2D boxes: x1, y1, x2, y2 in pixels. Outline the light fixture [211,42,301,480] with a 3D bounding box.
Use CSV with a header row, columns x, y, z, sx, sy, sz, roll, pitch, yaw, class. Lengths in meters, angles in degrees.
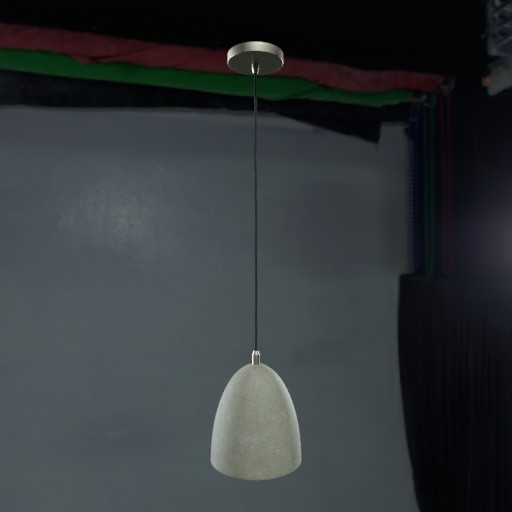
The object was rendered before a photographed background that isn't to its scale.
x,y,z,sx,sy,sz,roll,pitch,yaw,class
0.000,0.000,0.836,0.170,0.759,0.170,0,0,-18,light fixture
